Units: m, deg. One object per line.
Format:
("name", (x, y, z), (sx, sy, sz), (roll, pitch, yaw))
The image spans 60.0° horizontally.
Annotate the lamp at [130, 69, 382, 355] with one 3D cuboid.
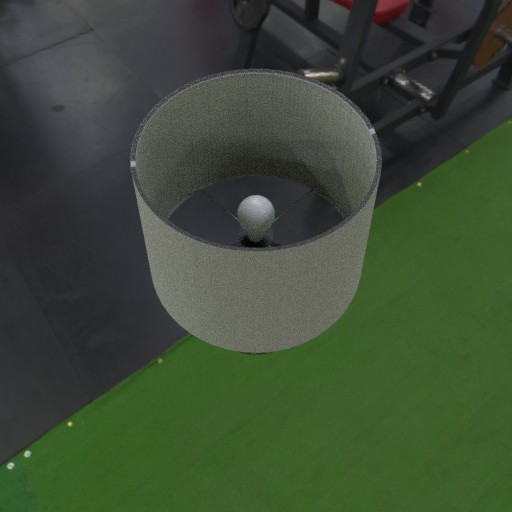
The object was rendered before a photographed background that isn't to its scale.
("lamp", (0.000, 0.000, 0.807), (0.376, 0.540, 0.376), (0, 58, 0))
